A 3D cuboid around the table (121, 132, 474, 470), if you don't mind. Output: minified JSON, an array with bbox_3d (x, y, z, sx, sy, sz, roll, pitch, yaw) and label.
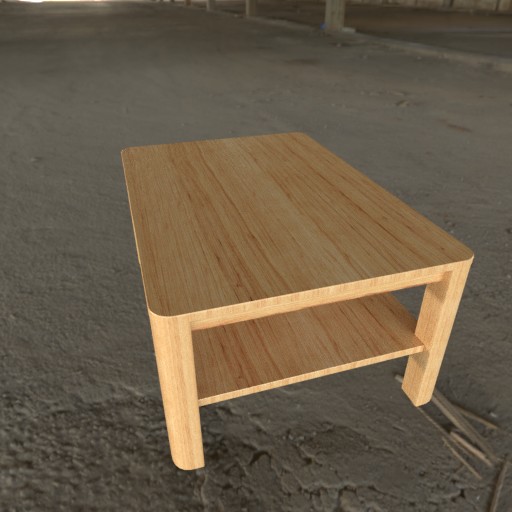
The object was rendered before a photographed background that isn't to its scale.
[{"bbox_3d":[0.000,0.000,1.372,0.696,0.445,0.997,-9,33,-15],"label":"table"}]
